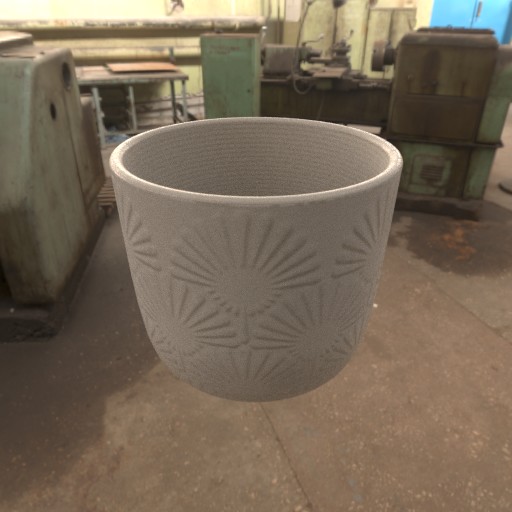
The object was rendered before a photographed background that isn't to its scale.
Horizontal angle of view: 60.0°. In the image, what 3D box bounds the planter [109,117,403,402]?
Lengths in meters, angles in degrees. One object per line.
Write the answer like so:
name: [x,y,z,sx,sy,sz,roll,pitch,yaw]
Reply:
planter: [0.000,0.000,0.220,0.124,0.109,0.124,0,29,0]
